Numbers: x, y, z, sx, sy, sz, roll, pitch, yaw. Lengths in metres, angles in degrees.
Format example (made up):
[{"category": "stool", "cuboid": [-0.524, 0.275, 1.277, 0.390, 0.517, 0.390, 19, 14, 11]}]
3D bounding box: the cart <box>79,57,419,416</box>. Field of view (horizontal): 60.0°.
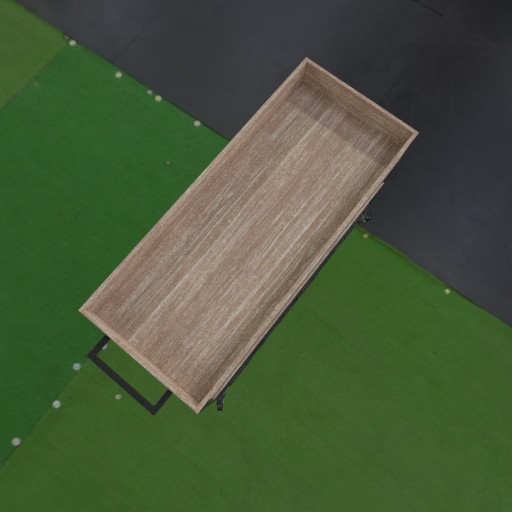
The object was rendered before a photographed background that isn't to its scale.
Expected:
[{"category": "cart", "cuboid": [0.000, 0.000, 1.566, 0.500, 0.787, 1.101, 38, 79, 9]}]
